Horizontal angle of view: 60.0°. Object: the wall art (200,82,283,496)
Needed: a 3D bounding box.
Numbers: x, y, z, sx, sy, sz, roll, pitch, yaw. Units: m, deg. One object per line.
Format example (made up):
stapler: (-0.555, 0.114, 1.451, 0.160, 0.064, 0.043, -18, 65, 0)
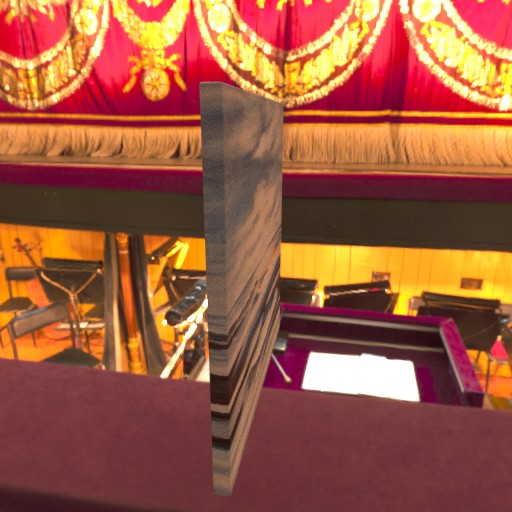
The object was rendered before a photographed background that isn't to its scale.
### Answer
wall art: (0.000, 0.000, 1.099, 0.035, 0.747, 0.747, 3, 17, 10)
